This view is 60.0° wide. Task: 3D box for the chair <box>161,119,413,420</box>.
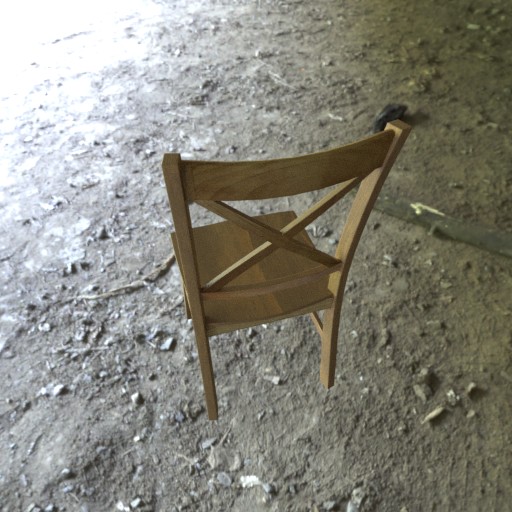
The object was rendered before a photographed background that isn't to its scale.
[{"bbox_3d":[0.000,0.000,1.311,0.485,0.983,0.542,-11,44,-12],"label":"chair"}]
